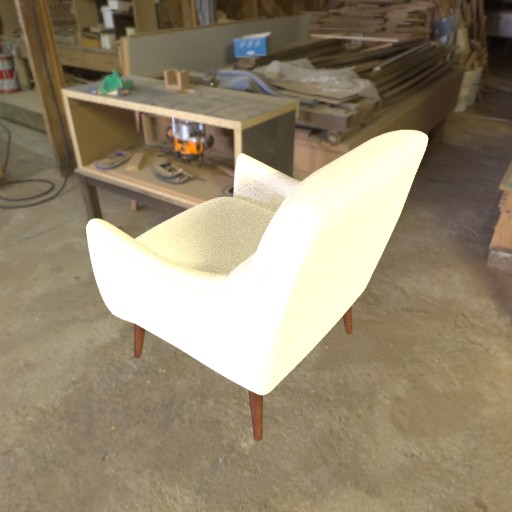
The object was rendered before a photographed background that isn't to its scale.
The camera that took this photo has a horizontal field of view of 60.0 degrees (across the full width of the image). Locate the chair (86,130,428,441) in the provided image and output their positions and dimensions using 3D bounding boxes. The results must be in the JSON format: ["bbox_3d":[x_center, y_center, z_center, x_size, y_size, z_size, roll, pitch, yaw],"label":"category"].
[{"bbox_3d":[0.000,0.000,1.440,0.787,0.838,0.762,23,39,31],"label":"chair"}]
